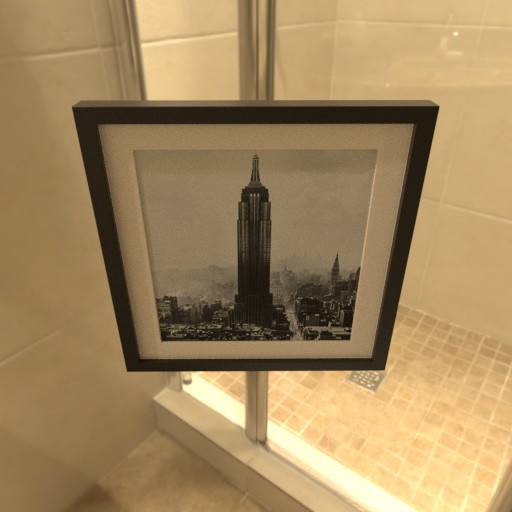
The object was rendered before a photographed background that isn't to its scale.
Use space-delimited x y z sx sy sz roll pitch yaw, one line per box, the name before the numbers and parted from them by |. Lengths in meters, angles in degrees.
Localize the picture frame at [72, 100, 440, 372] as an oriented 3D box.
picture frame | 0.000 0.000 0.530 0.355 0.353 0.029 0 31 0
